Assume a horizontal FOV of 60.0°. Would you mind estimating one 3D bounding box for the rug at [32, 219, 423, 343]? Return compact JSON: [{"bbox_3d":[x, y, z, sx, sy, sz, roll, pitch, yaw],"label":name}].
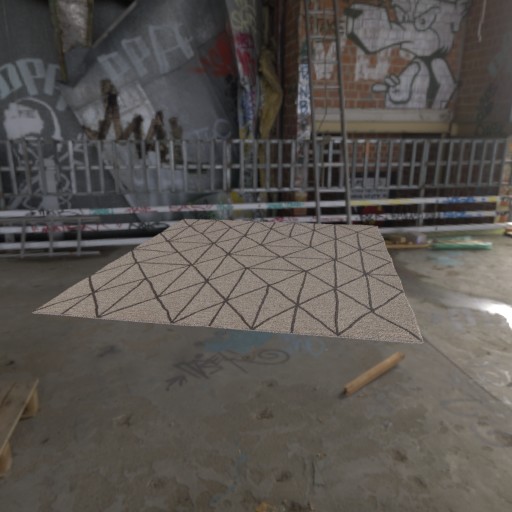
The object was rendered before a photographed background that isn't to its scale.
[{"bbox_3d":[0.000,0.000,4.124,2.468,0.022,3.061,3,17,9],"label":"rug"}]
